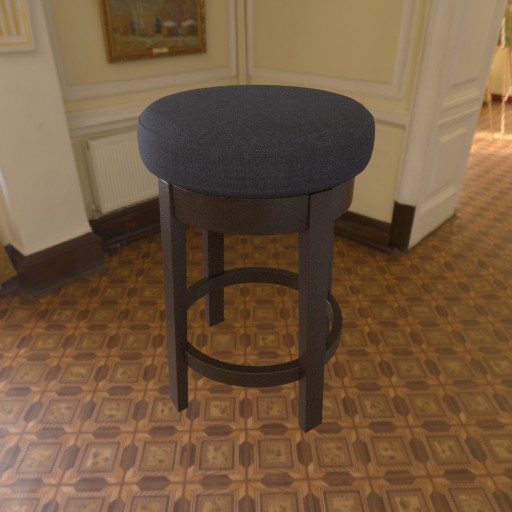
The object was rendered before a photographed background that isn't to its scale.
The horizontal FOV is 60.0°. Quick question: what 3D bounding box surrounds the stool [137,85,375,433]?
[{"bbox_3d":[0.000,0.000,0.956,0.449,0.655,0.449,0,30,0],"label":"stool"}]
